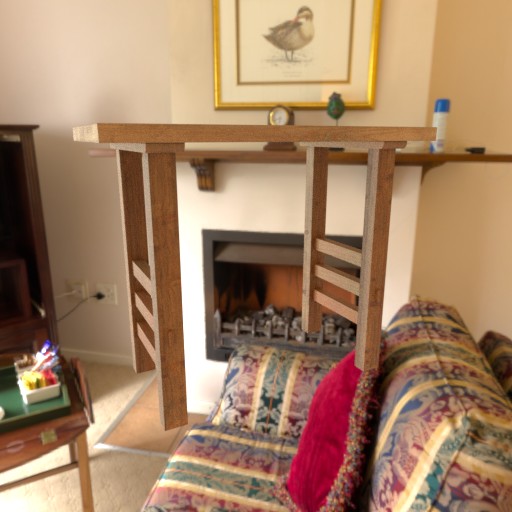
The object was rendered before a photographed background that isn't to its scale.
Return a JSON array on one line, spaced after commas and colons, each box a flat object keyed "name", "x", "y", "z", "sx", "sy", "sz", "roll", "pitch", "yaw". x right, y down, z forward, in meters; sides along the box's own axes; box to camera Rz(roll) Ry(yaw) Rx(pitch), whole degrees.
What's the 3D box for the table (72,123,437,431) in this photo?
[{"name": "table", "x": 0.000, "y": 0.000, "z": 1.637, "sx": 1.119, "sy": 0.914, "sz": 0.556, "roll": -8, "pitch": 17, "yaw": -26}]
